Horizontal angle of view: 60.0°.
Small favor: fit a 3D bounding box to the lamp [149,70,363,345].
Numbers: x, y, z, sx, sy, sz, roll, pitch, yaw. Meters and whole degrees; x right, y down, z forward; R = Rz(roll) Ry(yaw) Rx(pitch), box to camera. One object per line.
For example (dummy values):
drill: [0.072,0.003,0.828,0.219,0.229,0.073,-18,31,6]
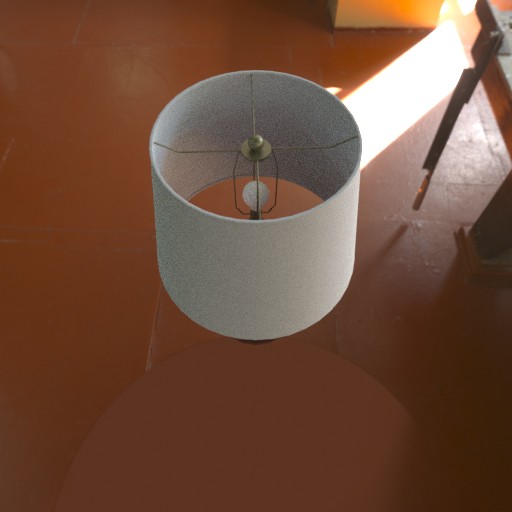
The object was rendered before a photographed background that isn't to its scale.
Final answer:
lamp: [0.000,0.000,0.561,0.239,0.399,0.239,0,58,0]
